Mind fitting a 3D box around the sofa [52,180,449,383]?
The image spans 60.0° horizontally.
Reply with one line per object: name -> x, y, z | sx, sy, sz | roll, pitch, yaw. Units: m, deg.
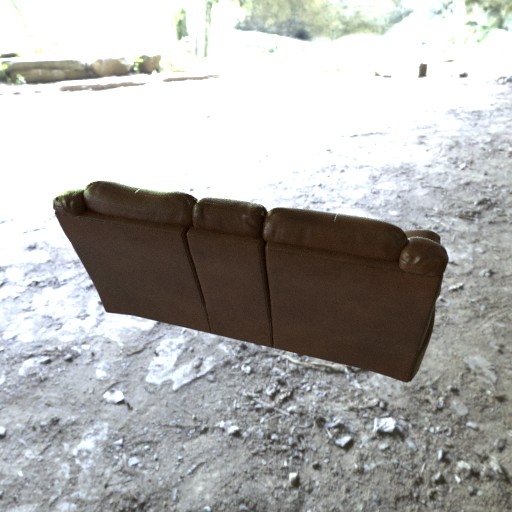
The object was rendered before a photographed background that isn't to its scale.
sofa -> 0.000, 0.000, 2.639 | 2.058, 1.043, 0.991 | 10, 32, 16
